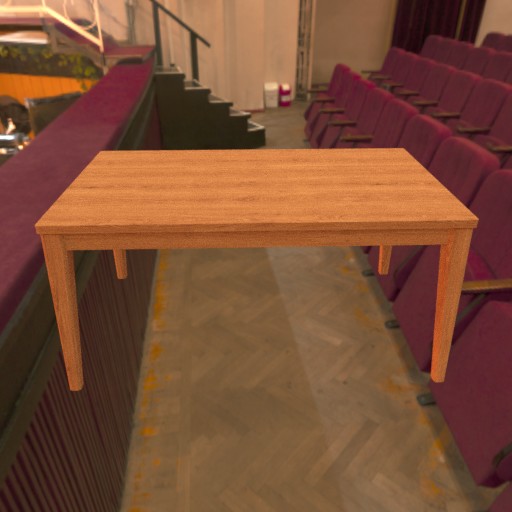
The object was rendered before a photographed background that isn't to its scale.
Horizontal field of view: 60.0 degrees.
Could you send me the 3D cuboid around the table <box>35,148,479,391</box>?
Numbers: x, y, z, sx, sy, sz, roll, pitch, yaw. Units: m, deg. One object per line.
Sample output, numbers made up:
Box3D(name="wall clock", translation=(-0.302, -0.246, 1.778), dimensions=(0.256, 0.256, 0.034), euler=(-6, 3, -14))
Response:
Box3D(name="table", translation=(0.000, 0.000, 2.082), dimensions=(1.600, 0.760, 0.900), euler=(-1, 31, -2))
